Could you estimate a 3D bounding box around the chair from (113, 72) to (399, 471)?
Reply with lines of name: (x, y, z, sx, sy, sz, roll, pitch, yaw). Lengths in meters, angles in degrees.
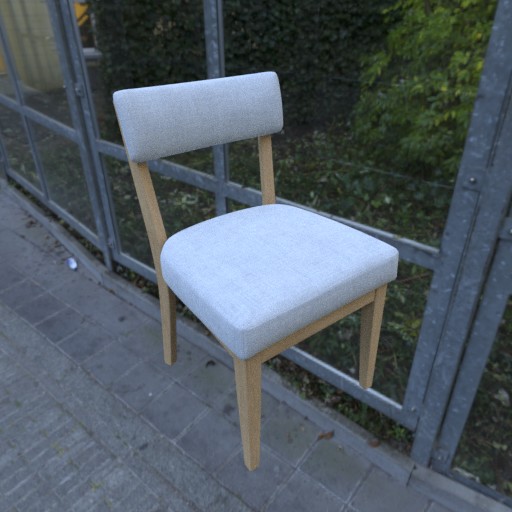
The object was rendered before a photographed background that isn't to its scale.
chair: (0.000, 0.000, 1.191, 0.508, 0.832, 0.572, -22, 37, -31)
